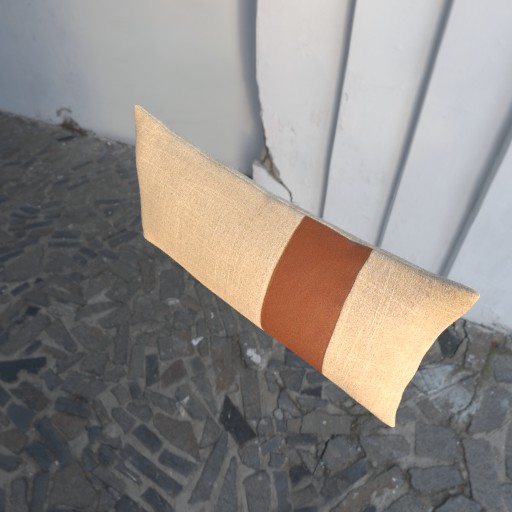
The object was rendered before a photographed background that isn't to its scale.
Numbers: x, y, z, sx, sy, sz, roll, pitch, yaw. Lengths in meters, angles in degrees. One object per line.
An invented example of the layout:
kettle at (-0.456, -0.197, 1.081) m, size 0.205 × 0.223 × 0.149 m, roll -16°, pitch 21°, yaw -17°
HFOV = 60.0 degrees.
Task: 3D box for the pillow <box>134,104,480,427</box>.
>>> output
pillow at (0.000, 0.000, 0.710) m, size 0.612 × 0.282 × 0.155 m, roll 34°, pitch 55°, yaw 28°
